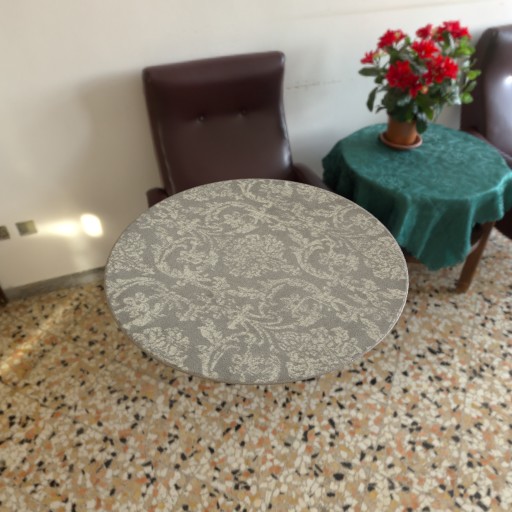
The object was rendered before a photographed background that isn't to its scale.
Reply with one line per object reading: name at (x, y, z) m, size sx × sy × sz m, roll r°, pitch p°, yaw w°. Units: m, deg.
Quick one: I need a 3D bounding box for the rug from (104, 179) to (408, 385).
rug at (0.000, 0.000, 2.393) m, size 1.593 × 0.012 × 1.593 m, roll 0°, pitch 41°, yaw 0°
